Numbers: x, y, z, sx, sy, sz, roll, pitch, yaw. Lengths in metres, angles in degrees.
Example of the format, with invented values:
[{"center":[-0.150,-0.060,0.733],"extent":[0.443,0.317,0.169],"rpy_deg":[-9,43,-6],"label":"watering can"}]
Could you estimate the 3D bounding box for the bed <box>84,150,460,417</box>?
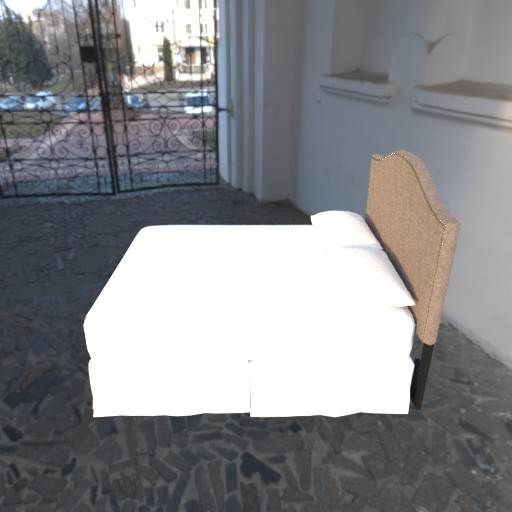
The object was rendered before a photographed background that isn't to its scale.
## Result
[{"center":[0.000,0.000,3.276],"extent":[2.153,1.518,1.713],"rpy_deg":[0,25,0],"label":"bed"}]
